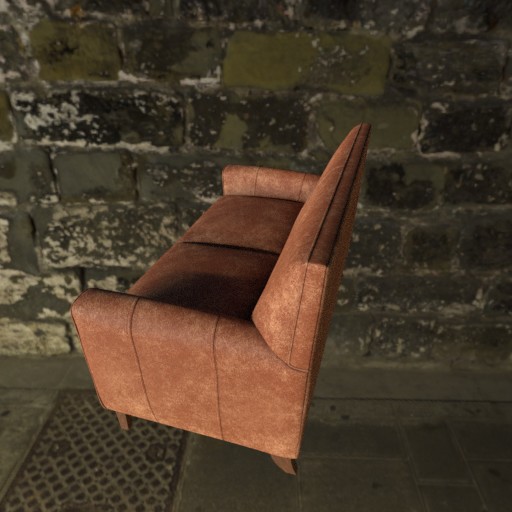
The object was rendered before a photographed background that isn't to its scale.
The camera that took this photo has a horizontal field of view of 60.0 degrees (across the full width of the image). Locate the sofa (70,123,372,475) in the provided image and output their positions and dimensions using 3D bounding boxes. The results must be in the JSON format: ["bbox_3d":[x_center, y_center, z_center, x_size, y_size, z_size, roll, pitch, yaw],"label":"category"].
[{"bbox_3d":[0.000,0.000,1.923,0.787,0.871,1.473,8,30,14],"label":"sofa"}]
